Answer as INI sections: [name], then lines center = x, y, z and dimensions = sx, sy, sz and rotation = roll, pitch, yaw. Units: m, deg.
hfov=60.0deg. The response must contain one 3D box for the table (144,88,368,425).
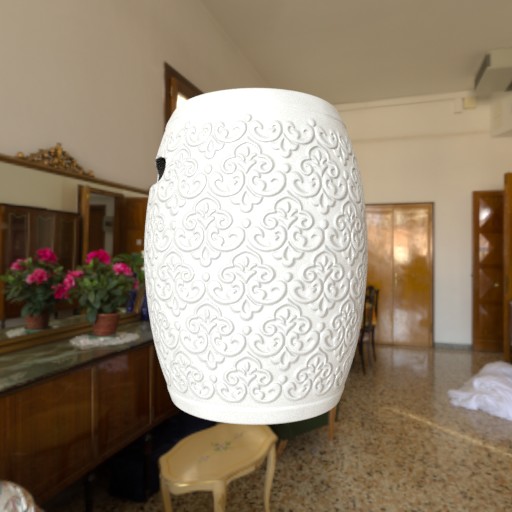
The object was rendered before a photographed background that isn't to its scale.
[table]
center = 0.000, 0.000, 0.631
dimensions = 0.309, 0.397, 0.309
rotation = 0, 0, 0
